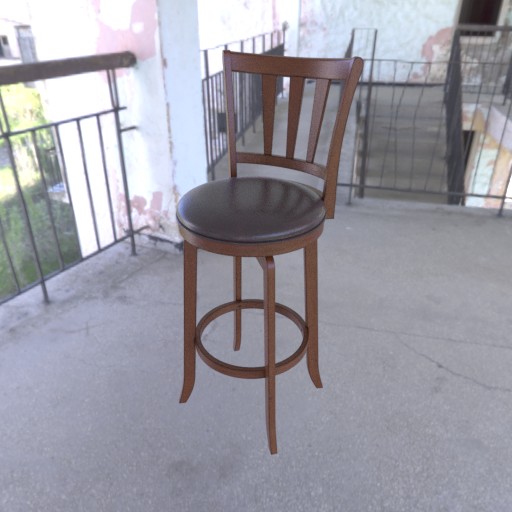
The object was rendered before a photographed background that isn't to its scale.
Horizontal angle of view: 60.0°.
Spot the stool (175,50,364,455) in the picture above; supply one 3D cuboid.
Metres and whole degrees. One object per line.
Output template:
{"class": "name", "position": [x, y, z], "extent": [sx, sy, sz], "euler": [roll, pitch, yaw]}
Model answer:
{"class": "stool", "position": [0.000, 0.000, 1.433], "extent": [0.464, 1.177, 0.503], "euler": [17, 33, 29]}
